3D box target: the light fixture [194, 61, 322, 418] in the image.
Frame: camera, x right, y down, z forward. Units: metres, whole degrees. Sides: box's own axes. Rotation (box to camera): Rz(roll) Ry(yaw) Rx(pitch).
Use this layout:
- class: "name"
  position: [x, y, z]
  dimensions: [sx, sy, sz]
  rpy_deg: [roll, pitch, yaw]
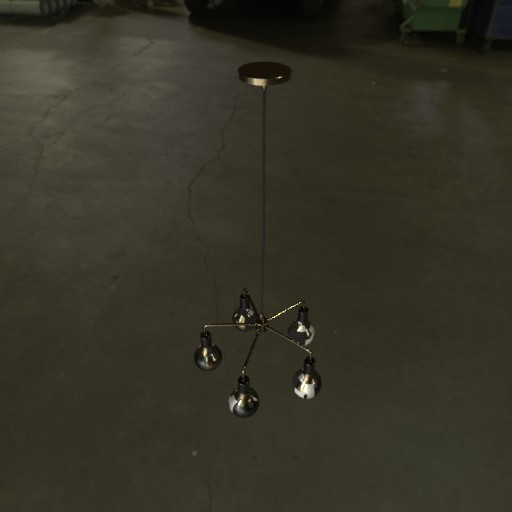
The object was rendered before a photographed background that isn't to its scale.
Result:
- class: "light fixture"
  position: [0.000, 0.000, 1.218]
  dimensions: [0.421, 0.988, 0.438]
  rpy_deg: [0, 40, 0]
